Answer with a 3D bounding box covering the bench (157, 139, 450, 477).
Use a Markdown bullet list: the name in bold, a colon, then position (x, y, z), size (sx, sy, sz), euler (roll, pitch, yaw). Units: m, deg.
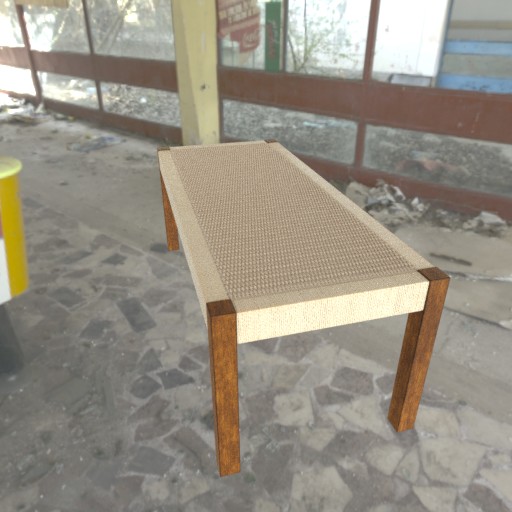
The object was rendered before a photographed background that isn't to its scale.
- **bench**: position (0.000, 0.000, 1.478), size (0.507, 0.457, 1.198), euler (-8, 30, -14)
